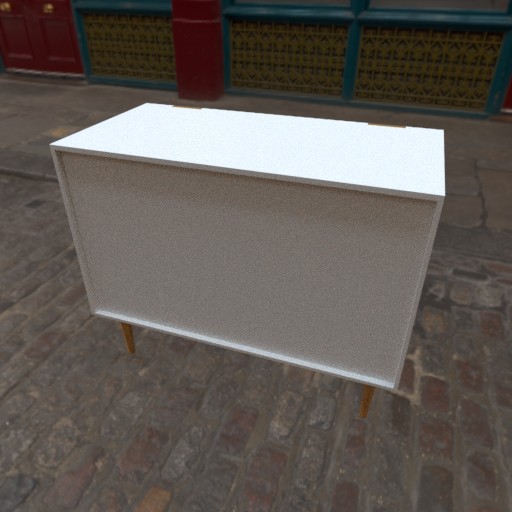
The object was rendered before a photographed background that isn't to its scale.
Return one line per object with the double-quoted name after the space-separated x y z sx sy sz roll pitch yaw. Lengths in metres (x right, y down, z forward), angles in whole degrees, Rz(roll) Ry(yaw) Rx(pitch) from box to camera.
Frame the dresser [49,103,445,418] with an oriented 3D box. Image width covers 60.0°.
0.000 0.000 1.323 0.905 0.721 0.457 11 34 16 "dresser"
